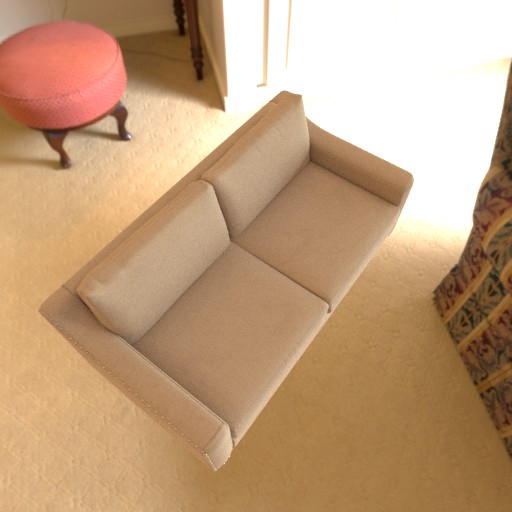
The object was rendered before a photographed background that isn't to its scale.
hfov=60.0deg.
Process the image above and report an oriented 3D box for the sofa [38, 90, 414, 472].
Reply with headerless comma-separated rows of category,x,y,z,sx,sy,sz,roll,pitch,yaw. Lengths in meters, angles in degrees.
sofa,0.000,0.000,2.519,1.030,0.901,1.967,32,63,19
